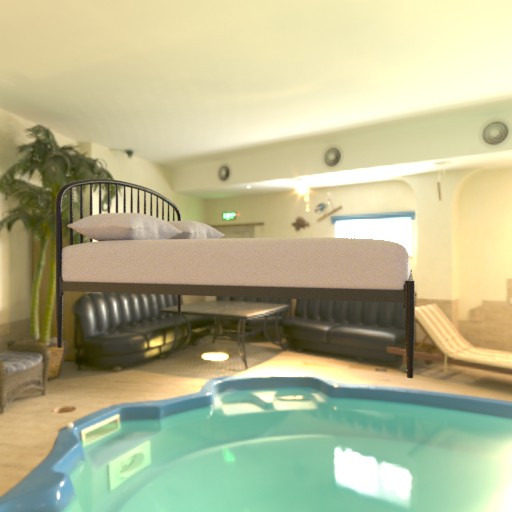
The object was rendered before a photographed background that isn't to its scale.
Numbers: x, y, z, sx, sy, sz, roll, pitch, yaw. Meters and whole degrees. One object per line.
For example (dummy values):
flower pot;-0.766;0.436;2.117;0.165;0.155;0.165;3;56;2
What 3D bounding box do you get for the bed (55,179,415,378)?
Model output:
bed;0.000;0.000;3.232;2.159;1.166;1.618;0;0;19
